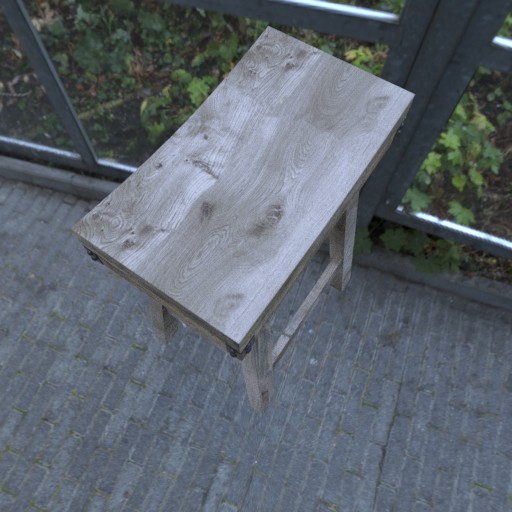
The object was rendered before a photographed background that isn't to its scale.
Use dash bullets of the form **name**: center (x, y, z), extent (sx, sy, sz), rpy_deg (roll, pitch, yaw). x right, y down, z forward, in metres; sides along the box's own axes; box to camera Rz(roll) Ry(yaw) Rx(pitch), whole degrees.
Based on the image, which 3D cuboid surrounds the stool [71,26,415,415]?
- **stool**: center (0.000, 0.000, 0.878), extent (0.330, 0.635, 0.450), rpy_deg (32, 69, 14)
